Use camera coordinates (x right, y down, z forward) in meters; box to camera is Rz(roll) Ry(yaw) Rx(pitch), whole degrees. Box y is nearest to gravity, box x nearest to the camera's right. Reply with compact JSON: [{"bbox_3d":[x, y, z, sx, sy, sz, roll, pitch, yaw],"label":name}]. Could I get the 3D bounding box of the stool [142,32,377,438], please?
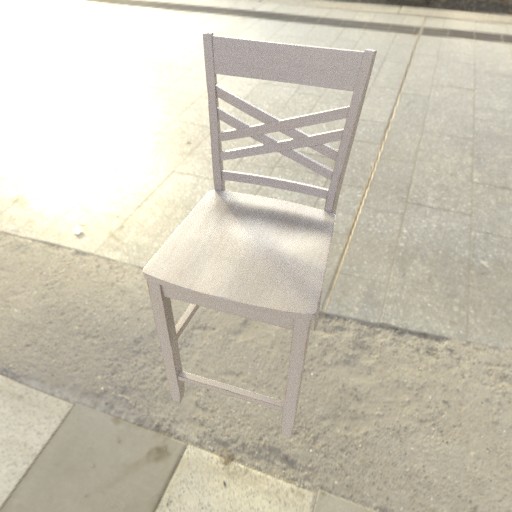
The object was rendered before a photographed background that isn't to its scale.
[{"bbox_3d":[0.000,0.000,1.334,0.462,1.079,0.539,13,44,13],"label":"stool"}]
